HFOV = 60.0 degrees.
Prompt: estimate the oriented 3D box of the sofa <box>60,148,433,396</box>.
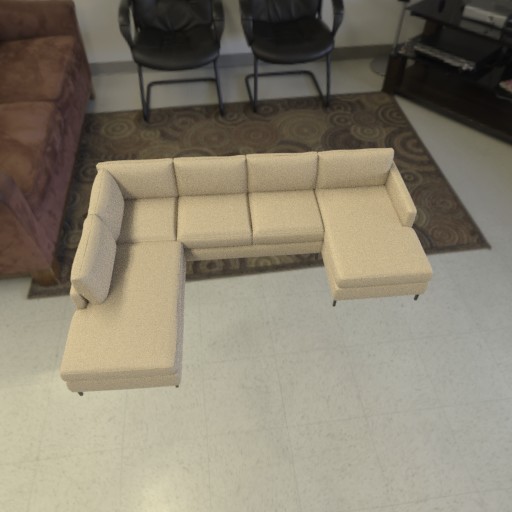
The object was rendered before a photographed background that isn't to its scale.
[{"bbox_3d":[0.000,0.000,3.547,2.737,0.756,1.879,-4,49,-3],"label":"sofa"}]
